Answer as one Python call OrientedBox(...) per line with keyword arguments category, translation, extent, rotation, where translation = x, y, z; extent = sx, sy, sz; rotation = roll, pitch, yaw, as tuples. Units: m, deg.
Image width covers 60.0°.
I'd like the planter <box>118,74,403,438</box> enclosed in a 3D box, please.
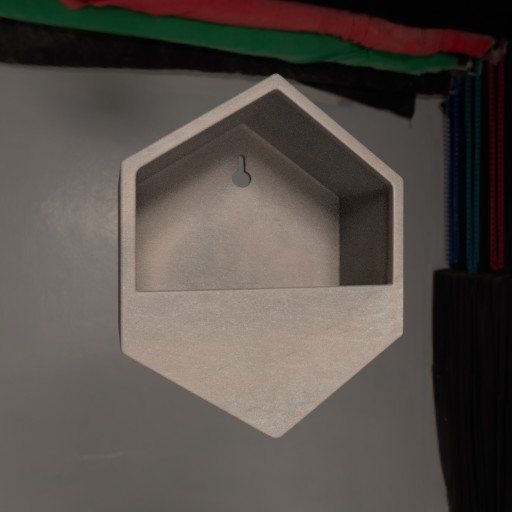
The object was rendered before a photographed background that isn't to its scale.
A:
OrientedBox(category="planter", translation=(0.000, 0.000, 0.286), extent=(0.169, 0.206, 0.077), rotation=(0, 0, -18))
